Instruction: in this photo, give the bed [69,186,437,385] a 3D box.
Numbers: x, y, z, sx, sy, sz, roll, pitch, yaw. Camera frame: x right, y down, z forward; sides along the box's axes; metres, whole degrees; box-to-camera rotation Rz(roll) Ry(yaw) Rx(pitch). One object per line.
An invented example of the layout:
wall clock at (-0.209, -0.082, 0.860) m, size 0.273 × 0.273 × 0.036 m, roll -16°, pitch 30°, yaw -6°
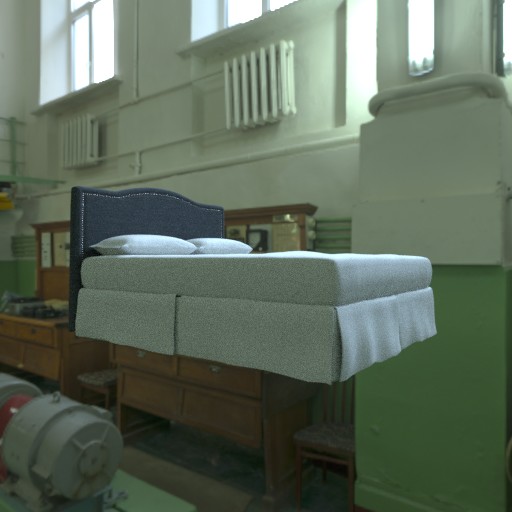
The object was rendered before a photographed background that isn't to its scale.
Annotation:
bed at (0.000, 0.000, 4.038) m, size 2.689 × 1.457 × 2.161 m, roll 0°, pitch 0°, yaw 36°
